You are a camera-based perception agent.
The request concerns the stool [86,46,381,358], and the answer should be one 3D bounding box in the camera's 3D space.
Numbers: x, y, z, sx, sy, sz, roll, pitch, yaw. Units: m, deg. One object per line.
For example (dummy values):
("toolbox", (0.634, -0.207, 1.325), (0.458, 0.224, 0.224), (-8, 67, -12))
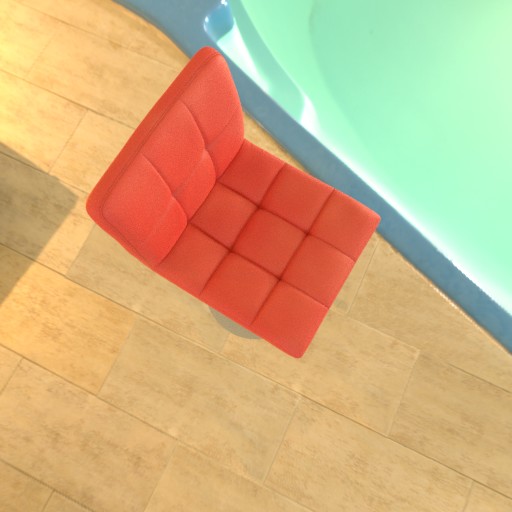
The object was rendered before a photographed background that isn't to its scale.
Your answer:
("stool", (0.000, 0.000, 1.333), (0.505, 1.115, 0.430), (31, 78, 7))
